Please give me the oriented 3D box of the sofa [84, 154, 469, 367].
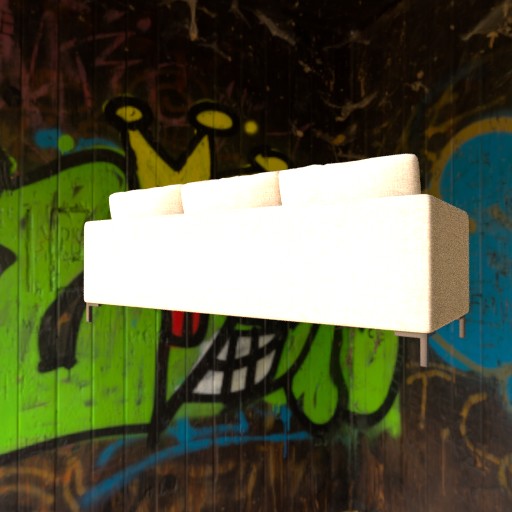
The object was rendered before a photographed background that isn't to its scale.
[{"bbox_3d":[0.000,0.000,2.667,2.218,0.874,0.859,0,-1,35],"label":"sofa"}]
